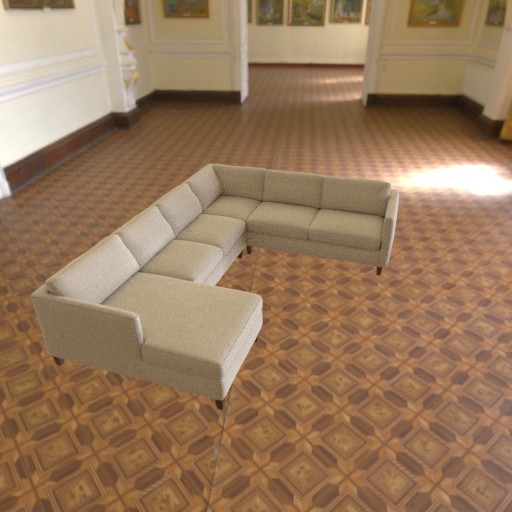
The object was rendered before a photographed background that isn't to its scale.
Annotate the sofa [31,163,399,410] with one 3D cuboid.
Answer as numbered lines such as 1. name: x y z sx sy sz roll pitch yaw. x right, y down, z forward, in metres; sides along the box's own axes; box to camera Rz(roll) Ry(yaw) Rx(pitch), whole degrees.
1. sofa: 0.000 0.000 4.422 2.551 0.853 3.238 9 31 16
